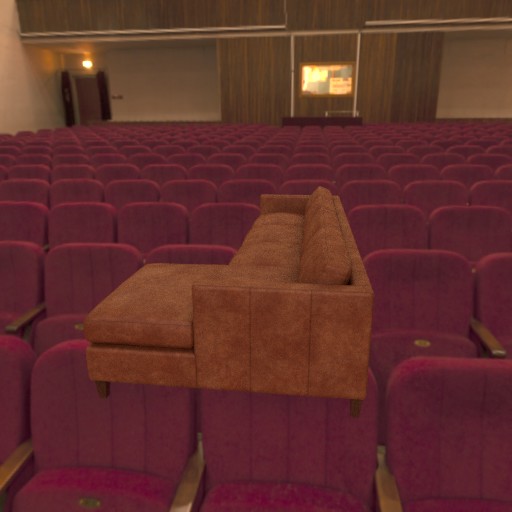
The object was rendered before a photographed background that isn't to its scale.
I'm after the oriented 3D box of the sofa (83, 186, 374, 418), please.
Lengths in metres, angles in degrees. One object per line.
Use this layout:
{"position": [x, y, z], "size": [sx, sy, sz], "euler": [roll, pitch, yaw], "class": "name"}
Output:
{"position": [0.000, 0.000, 3.877], "size": [1.581, 0.883, 3.203], "euler": [2, 16, 7], "class": "sofa"}
